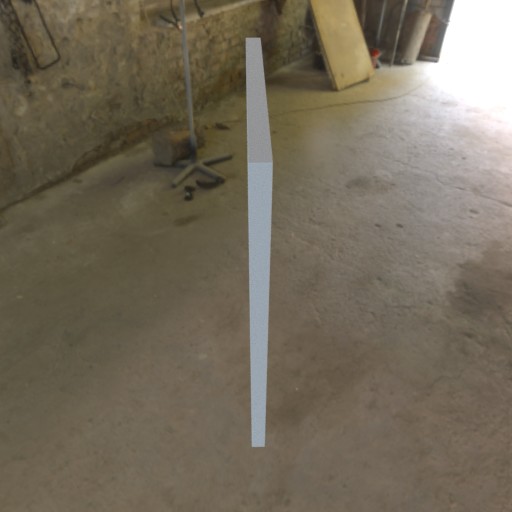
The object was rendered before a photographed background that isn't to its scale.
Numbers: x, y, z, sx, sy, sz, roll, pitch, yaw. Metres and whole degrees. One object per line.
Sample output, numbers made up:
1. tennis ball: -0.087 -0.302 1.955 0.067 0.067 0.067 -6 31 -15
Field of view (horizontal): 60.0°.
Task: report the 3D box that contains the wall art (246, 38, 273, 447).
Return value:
1. wall art: 0.000 0.000 1.184 0.037 0.916 0.610 -1 42 -1
